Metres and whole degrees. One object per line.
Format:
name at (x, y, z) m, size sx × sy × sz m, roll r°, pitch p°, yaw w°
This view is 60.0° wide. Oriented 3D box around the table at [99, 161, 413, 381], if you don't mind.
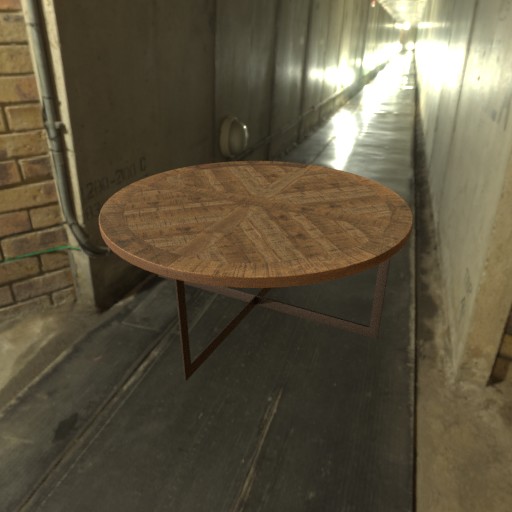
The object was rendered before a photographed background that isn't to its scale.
table at (0.000, 0.000, 1.985) m, size 1.264 × 0.516 × 1.264 m, roll 0°, pitch 28°, yaw 0°
